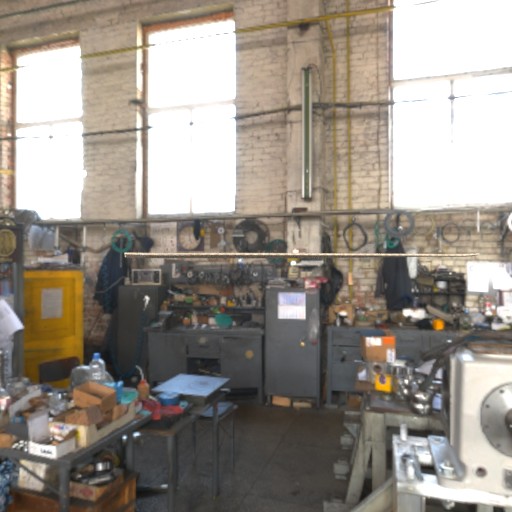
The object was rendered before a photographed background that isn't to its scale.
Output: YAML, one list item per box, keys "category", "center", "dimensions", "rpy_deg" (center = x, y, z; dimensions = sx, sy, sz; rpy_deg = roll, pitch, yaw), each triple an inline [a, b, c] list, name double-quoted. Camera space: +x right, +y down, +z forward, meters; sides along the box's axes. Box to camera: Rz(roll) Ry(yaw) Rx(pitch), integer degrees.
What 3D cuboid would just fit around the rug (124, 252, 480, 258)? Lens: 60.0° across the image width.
- category: "rug"
  center: [0.000, 0.000, 4.020]
  dimensions: [2.277, 0.035, 2.897]
  rpy_deg: [0, -1, -16]
